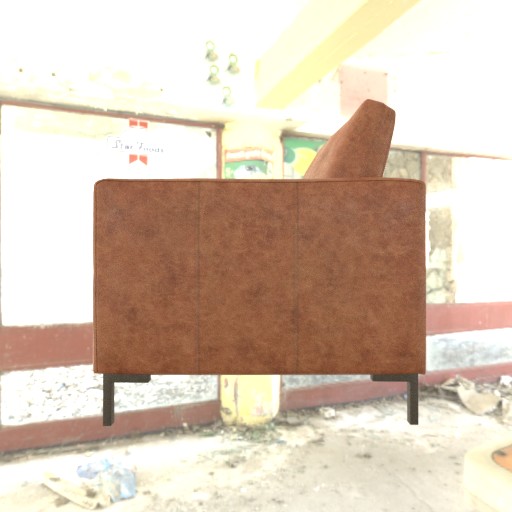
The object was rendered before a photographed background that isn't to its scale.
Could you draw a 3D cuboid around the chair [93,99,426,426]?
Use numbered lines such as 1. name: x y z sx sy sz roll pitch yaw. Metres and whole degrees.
1. chair: 0.000 0.000 1.577 0.862 0.869 0.967 0 -1 -1
